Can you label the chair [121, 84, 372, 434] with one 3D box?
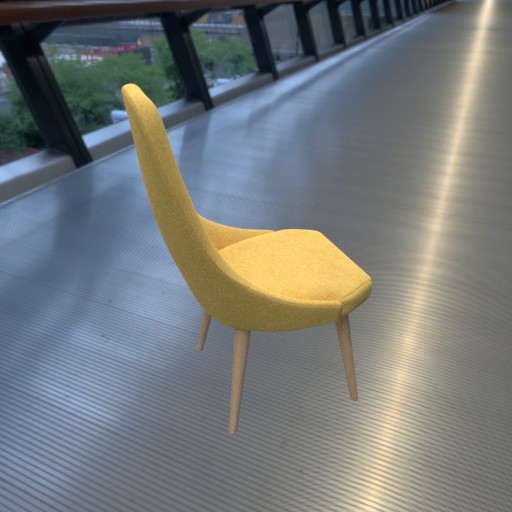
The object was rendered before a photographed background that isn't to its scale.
[{"bbox_3d":[0.000,0.000,1.404,0.660,1.040,0.510,-11,32,-18],"label":"chair"}]
